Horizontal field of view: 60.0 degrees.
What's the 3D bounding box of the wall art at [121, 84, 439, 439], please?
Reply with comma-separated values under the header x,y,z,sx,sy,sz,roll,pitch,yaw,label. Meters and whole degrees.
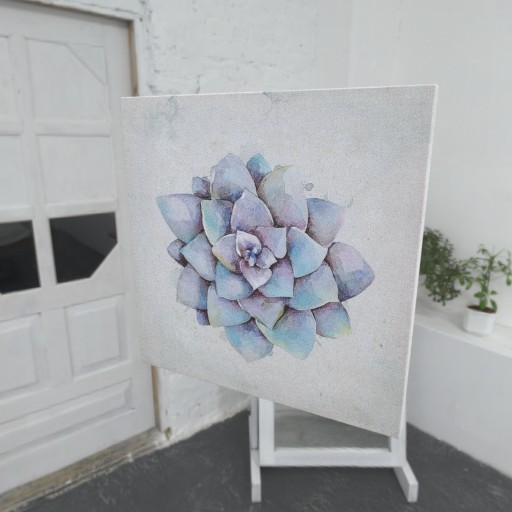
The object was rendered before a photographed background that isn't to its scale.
x,y,z,sx,sy,sz,roll,pitch,yaw,label
0.000,0.000,0.882,0.612,0.612,0.040,8,18,26,wall art
